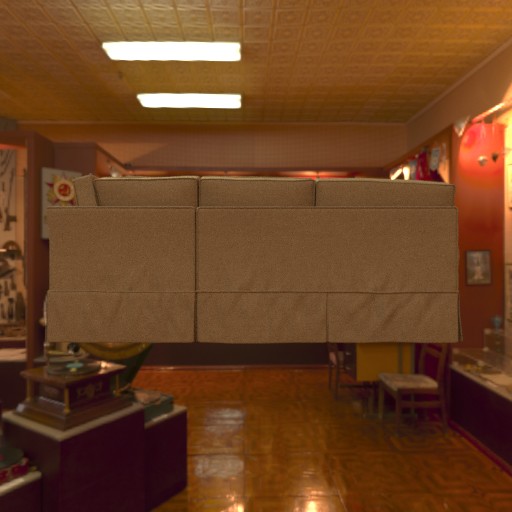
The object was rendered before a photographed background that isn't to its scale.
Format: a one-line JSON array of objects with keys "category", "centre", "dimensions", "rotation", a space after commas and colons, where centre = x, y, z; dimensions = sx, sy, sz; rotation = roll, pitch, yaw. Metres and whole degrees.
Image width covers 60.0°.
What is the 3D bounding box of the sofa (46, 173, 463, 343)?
[{"category": "sofa", "centre": [0.000, 0.000, 4.040], "dimensions": [2.618, 1.081, 2.623], "rotation": [0, 0, 0]}]
